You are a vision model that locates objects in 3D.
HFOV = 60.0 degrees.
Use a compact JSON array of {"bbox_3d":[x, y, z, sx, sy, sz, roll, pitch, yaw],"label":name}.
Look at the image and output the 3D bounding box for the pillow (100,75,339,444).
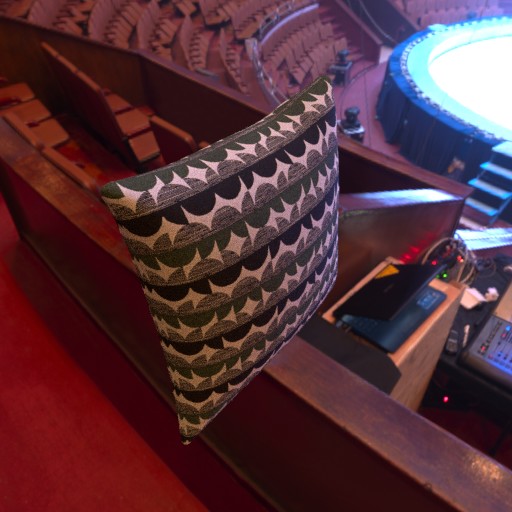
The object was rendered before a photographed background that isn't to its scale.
[{"bbox_3d":[0.000,0.000,0.649,0.180,0.404,0.419,26,46,28],"label":"pillow"}]
